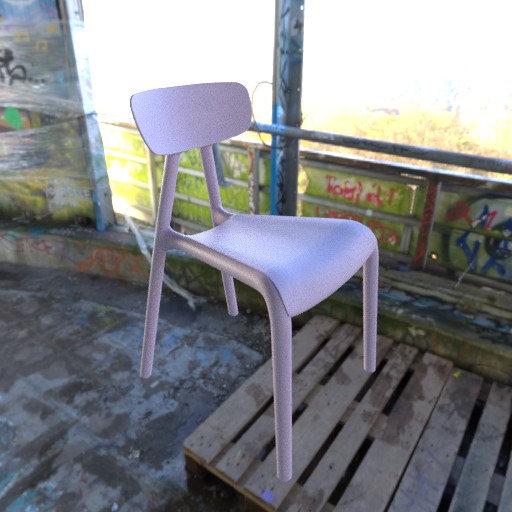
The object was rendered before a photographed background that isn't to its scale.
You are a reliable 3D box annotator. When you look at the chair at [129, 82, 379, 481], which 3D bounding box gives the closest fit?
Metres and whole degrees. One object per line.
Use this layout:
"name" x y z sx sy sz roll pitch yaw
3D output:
"chair" 0.000 0.000 0.834 0.401 0.580 0.356 19 33 33
